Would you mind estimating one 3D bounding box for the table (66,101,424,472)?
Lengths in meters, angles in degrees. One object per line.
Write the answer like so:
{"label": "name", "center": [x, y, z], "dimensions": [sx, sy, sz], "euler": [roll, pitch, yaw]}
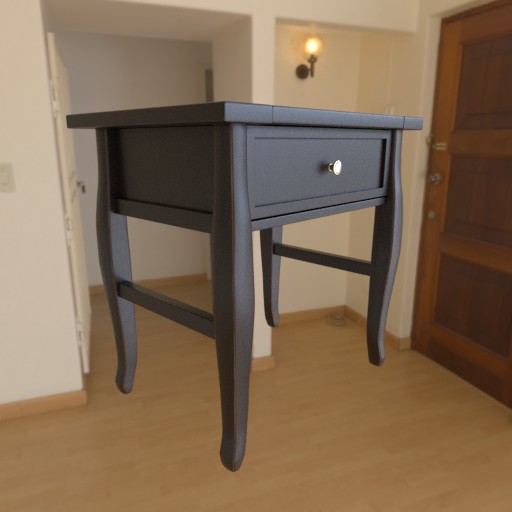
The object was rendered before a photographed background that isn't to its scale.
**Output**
{"label": "table", "center": [0.000, 0.000, 1.003], "dimensions": [0.460, 0.604, 0.602], "euler": [13, 20, 42]}
